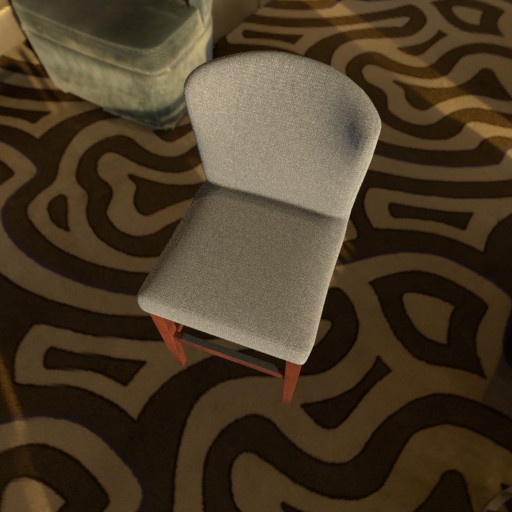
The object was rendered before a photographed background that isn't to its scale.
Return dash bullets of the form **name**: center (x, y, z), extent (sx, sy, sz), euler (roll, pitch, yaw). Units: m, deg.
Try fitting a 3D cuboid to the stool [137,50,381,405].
- **stool**: center (0.000, 0.000, 1.313), extent (0.479, 0.968, 0.568), euler (17, 59, 10)
